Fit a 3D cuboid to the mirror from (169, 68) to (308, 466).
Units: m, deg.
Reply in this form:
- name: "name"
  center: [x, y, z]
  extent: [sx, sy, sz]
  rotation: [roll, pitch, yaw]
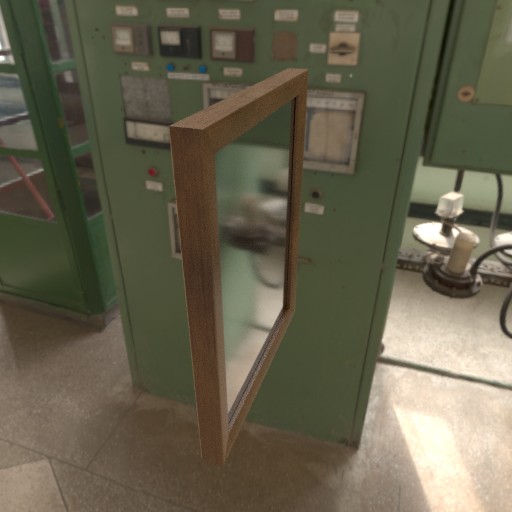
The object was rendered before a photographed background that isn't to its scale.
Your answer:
- name: "mirror"
  center: [0.000, 0.000, 0.711]
  extent: [0.041, 0.508, 0.405]
  rotation: [10, 32, 17]
